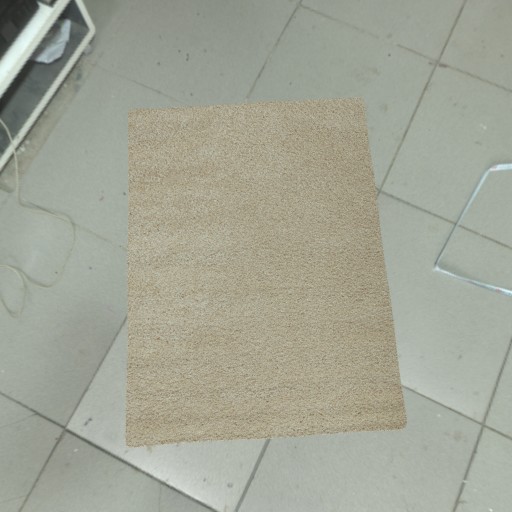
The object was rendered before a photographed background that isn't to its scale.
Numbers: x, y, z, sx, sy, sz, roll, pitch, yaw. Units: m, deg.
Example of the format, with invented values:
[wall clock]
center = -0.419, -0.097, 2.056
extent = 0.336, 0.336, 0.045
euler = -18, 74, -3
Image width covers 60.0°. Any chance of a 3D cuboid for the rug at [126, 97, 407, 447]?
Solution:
[rug]
center = 0.000, 0.000, 2.073
extent = 1.199, 0.025, 1.600
euler = -3, 76, -1
